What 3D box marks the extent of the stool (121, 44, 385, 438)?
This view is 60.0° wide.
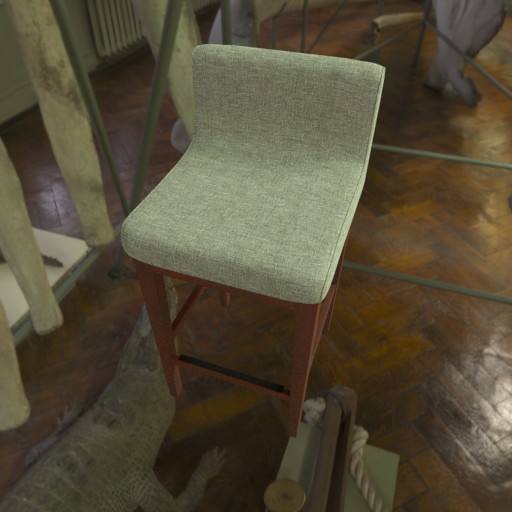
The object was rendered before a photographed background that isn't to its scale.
[{"bbox_3d":[0.000,0.000,1.078,0.417,0.835,0.459,14,44,15],"label":"stool"}]
